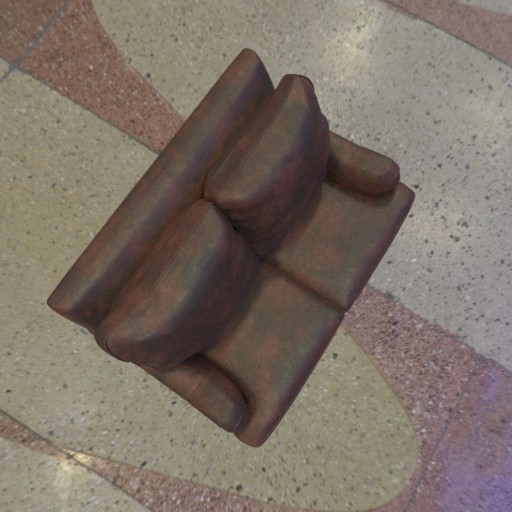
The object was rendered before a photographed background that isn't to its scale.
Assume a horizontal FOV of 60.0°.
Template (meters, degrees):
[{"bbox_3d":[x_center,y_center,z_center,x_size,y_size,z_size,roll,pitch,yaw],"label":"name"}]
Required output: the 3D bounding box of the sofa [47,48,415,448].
[{"bbox_3d":[0.000,0.000,2.358,1.148,1.070,1.628,33,79,8],"label":"sofa"}]
